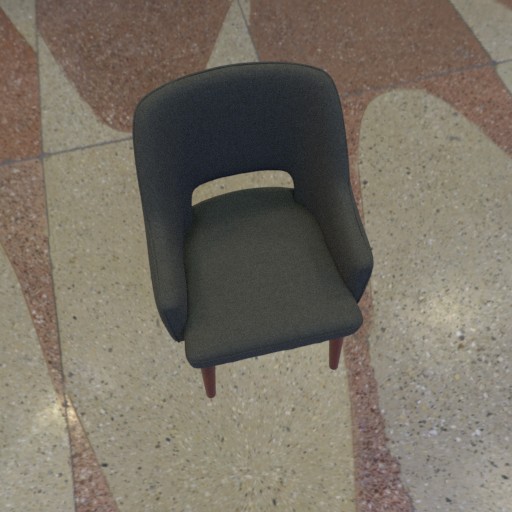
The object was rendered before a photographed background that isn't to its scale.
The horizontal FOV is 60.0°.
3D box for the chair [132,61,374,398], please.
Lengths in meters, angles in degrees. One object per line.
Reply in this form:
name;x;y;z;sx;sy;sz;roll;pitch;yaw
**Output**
chair;0.000;0.000;1.233;0.559;0.838;0.560;-11;64;-6
